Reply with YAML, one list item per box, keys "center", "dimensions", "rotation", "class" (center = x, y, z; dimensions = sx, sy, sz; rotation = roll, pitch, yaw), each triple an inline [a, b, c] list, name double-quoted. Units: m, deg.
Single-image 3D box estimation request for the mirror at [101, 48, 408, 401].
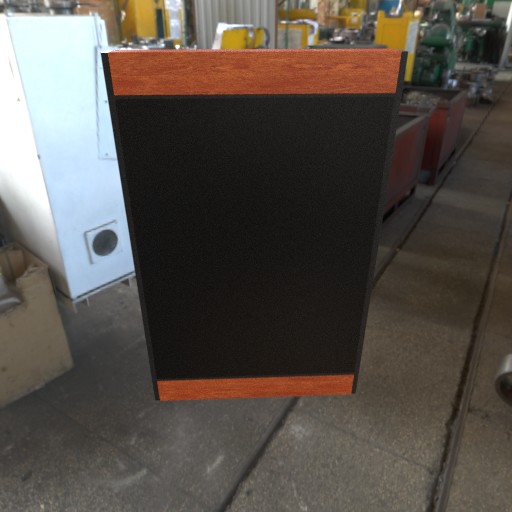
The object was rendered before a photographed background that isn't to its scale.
- center: [0.000, 0.000, 0.975]
  dimensions: [0.525, 0.823, 0.047]
  rotation: [-1, 30, -2]
  class: "mirror"
